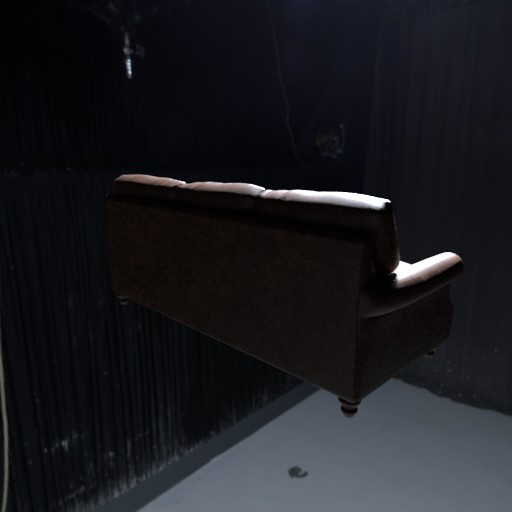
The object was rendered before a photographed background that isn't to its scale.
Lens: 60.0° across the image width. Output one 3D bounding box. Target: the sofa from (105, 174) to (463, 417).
[{"bbox_3d":[0.000,0.000,2.853,0.973,0.977,2.351,-14,19,-43],"label":"sofa"}]
